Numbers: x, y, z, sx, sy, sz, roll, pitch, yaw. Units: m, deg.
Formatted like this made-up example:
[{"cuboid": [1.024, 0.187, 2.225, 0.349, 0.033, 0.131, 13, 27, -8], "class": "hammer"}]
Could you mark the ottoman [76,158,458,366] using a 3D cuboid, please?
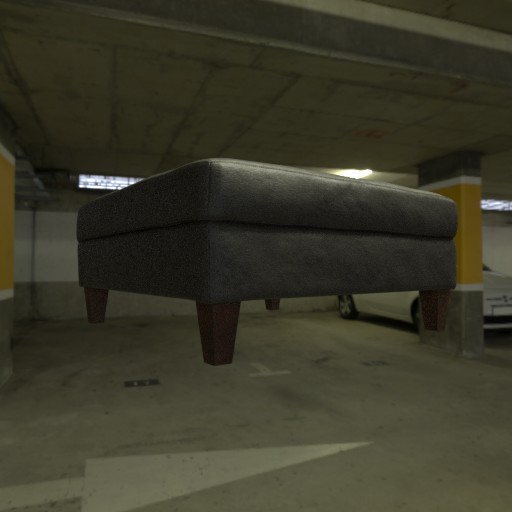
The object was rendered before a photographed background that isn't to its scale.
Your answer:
[{"cuboid": [0.000, 0.000, 1.315, 0.836, 0.415, 0.844, 1, -2, -37], "class": "ottoman"}]
